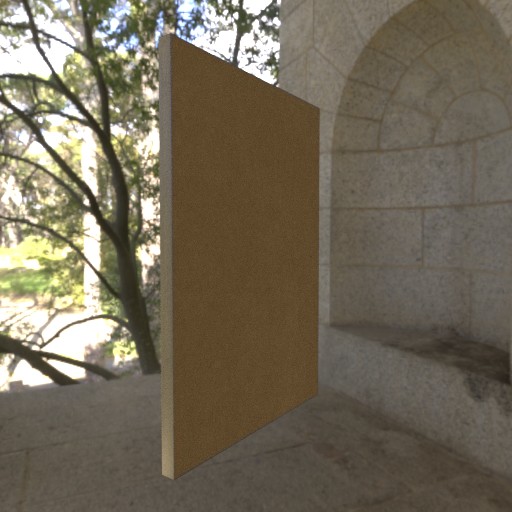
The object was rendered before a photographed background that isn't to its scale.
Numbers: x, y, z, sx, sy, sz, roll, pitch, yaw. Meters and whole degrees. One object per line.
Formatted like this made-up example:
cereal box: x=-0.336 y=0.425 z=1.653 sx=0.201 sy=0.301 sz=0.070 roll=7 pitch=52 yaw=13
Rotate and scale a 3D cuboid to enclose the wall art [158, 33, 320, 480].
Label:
wall art: x=0.000 y=0.000 z=0.583 sx=0.019 sy=0.455 sz=0.314 roll=2 pitch=3 yaw=36
